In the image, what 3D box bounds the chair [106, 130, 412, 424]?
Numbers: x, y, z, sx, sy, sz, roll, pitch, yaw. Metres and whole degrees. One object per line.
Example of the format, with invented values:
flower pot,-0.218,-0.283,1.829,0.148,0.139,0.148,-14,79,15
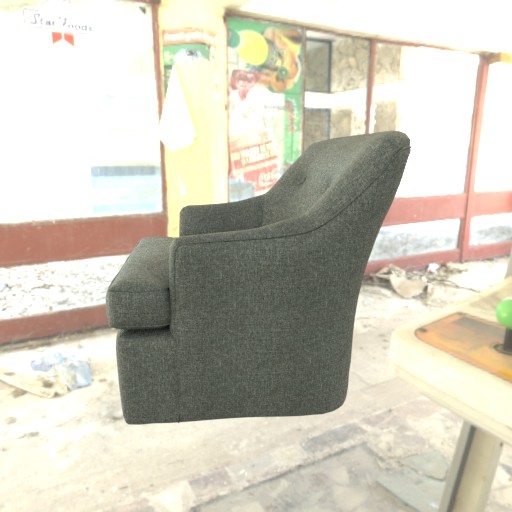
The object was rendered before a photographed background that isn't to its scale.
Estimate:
chair,0.000,0.000,1.591,0.923,0.856,0.864,-2,13,-7
